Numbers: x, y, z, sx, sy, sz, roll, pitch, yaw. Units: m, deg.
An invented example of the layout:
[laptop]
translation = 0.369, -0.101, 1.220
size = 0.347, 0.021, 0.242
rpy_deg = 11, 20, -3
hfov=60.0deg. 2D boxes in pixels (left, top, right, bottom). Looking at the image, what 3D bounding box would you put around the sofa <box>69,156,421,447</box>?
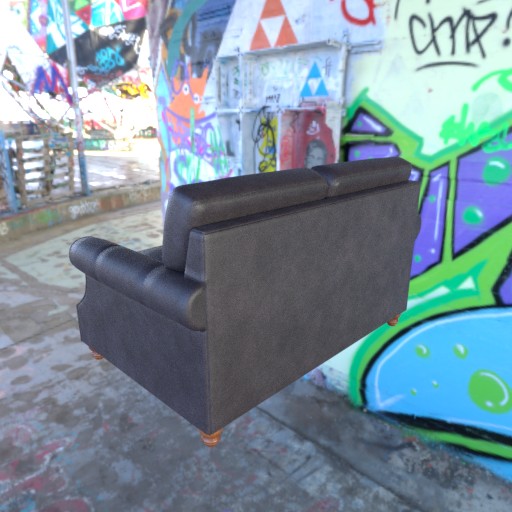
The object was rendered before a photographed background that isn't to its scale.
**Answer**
[sofa]
translation = 0.000, 0.000, 2.315
size = 1.030, 0.979, 1.663
rpy_deg = 17, 24, 42
